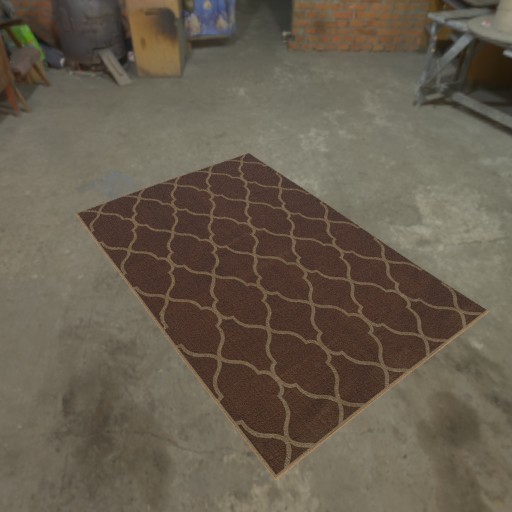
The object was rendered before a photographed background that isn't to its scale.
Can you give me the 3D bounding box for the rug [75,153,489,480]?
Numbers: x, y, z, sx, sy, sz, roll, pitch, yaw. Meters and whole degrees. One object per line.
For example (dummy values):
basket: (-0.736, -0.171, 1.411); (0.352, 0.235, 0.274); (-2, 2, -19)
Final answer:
rug: (0.000, 0.000, 2.808); (1.528, 0.014, 2.294); (-26, 47, -27)
